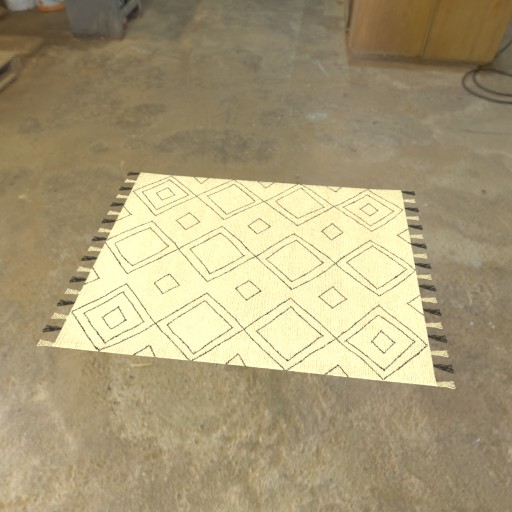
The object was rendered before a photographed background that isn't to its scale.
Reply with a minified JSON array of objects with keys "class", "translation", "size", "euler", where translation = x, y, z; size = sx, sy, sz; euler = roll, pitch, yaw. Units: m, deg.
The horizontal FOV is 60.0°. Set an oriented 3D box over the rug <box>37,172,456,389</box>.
[{"class":"rug","translation":[0.000,0.000,4.155],"size":[3.221,0.026,2.342],"euler":[5,46,5]}]
